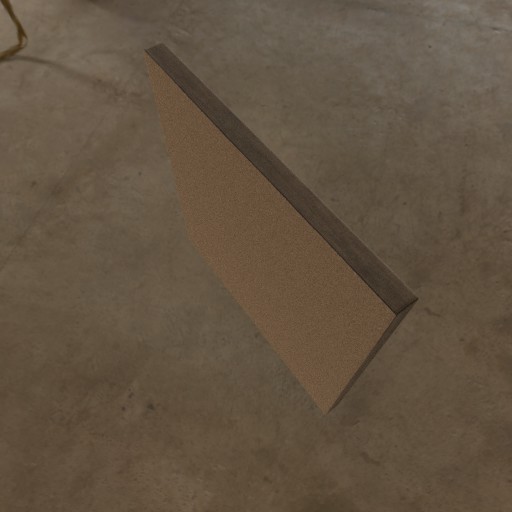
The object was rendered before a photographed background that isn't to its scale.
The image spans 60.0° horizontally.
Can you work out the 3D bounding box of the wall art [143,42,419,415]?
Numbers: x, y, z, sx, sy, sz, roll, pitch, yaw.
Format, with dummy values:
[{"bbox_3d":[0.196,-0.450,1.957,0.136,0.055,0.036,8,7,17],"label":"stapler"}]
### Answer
[{"bbox_3d":[0.000,0.000,1.120,0.050,0.751,0.749,-32,65,-17],"label":"wall art"}]
